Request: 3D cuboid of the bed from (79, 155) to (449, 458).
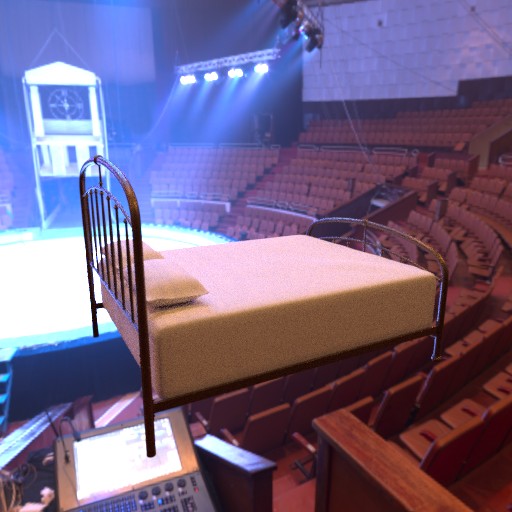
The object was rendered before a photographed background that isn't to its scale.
[{"bbox_3d":[0.000,0.000,3.269,2.168,1.475,1.711,-7,16,-28],"label":"bed"}]
